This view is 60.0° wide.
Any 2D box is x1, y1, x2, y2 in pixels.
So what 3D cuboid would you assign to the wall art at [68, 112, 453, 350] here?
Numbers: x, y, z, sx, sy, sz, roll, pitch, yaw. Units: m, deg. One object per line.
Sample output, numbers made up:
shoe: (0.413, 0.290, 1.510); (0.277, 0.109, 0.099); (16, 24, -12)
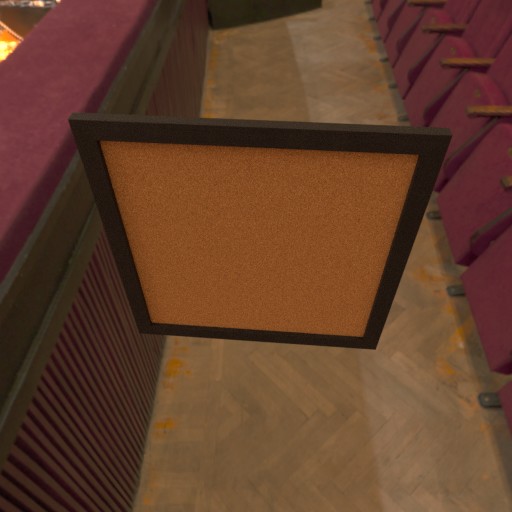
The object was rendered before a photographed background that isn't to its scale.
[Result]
wall art: (0.000, 0.000, 1.545); (1.016, 1.016, 0.038); (3, 46, 3)
